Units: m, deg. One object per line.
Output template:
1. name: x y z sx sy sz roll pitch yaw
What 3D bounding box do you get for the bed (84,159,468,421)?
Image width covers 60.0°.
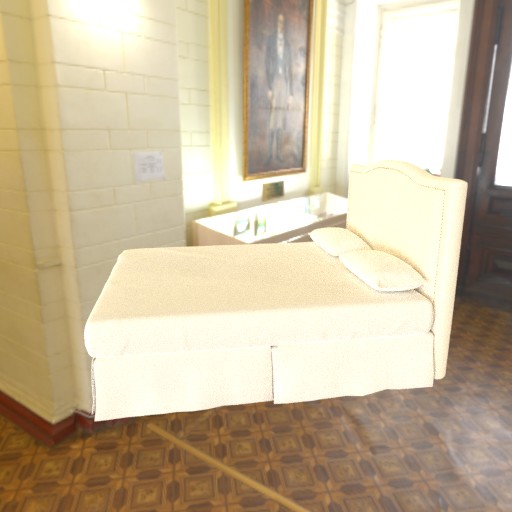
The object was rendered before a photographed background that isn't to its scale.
1. bed: 0.000 0.000 3.417 2.282 1.436 1.821 -2 15 -9
